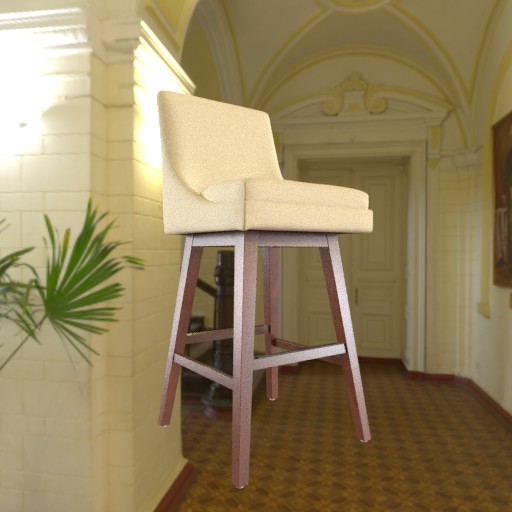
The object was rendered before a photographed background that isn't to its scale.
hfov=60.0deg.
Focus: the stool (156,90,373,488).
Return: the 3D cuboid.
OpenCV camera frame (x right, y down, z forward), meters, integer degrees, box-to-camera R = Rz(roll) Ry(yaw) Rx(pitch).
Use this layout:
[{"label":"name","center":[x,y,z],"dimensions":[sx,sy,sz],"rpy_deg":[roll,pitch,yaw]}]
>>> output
[{"label":"stool","center":[0.000,0.000,1.383],"dimensions":[0.470,1.097,0.559],"rpy_deg":[-1,1,-35]}]
